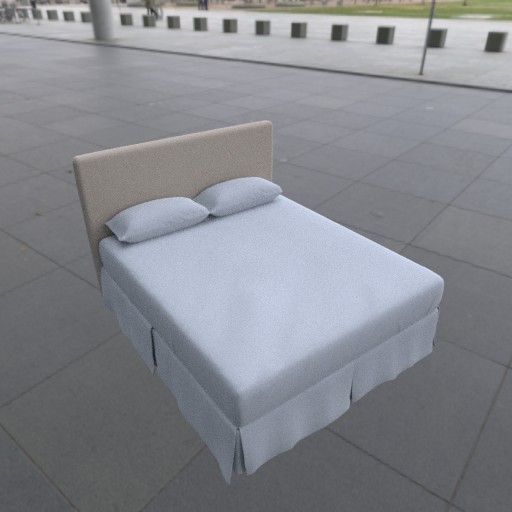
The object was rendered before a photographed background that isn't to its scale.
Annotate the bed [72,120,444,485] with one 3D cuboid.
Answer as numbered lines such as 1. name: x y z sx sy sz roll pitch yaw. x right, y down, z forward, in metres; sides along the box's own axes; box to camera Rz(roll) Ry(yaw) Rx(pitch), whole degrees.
1. bed: 0.000 0.000 3.282 1.884 1.330 2.142 -21 37 -31
